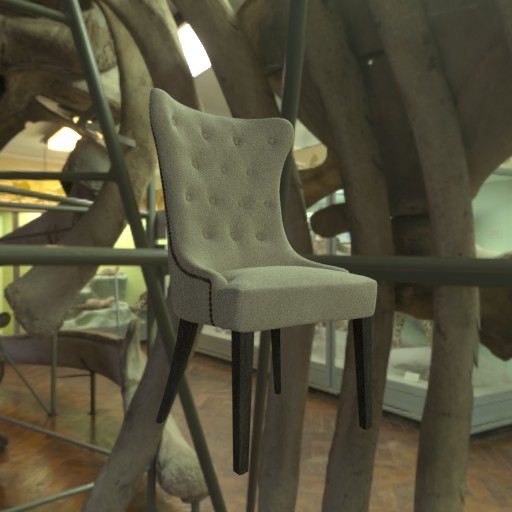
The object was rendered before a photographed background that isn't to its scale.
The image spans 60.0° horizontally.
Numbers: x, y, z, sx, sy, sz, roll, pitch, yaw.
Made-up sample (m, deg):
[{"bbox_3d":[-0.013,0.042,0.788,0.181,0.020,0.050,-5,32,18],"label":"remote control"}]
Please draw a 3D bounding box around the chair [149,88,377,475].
[{"bbox_3d":[0.000,0.000,1.417,0.584,1.065,0.590,0,0,-37],"label":"chair"}]
